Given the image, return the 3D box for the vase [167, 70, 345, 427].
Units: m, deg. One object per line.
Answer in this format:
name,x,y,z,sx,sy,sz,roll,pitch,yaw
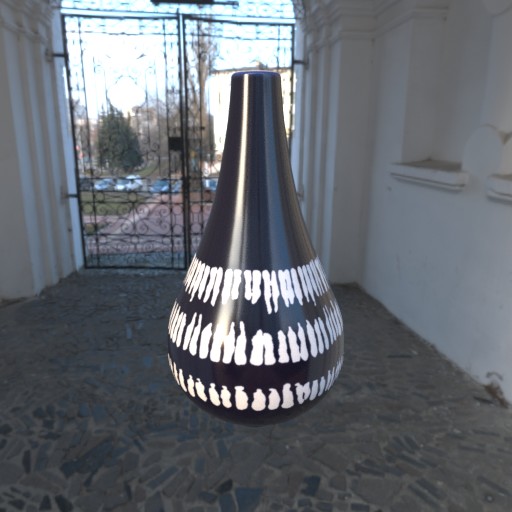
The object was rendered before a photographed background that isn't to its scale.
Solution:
vase,0.000,0.000,0.384,0.159,0.295,0.159,0,15,0
